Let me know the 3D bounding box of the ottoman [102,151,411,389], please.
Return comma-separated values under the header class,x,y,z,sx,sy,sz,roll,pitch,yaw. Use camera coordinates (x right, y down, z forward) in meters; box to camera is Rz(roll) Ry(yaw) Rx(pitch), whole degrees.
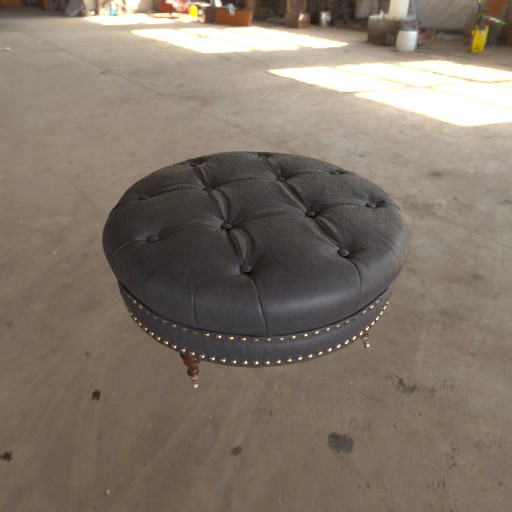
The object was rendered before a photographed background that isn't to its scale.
class,x,y,z,sx,sy,sz,roll,pitch,yaw
ottoman,0.000,0.000,1.409,0.901,0.439,0.901,0,34,0
